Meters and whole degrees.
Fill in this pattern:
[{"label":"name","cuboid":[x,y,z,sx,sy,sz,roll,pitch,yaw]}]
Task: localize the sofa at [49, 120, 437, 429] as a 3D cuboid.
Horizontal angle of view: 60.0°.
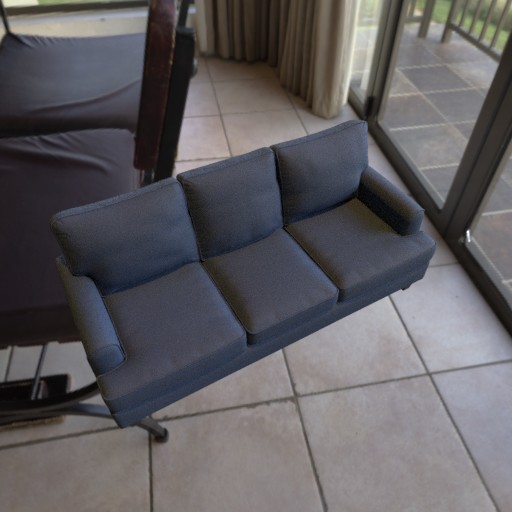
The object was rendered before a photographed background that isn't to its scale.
[{"label":"sofa","cuboid":[0.000,0.000,2.687,2.158,0.965,0.951,-22,50,-20]}]
